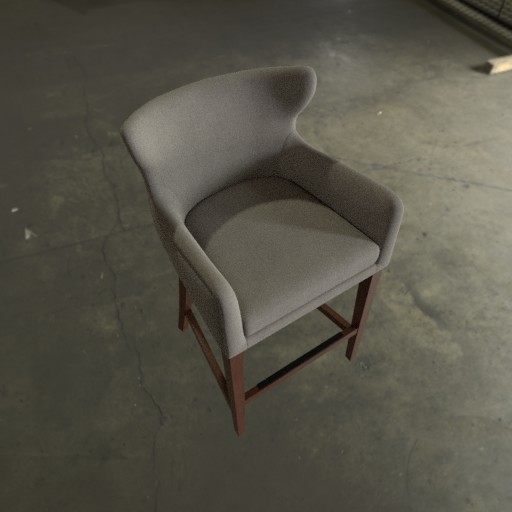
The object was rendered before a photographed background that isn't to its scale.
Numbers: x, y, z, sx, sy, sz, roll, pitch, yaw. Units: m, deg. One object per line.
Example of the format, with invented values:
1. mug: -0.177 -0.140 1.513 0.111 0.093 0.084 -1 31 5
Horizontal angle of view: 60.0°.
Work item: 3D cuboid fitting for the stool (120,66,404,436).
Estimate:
1. stool: 0.000 0.000 1.382 0.575 0.951 0.575 -27 53 -22
